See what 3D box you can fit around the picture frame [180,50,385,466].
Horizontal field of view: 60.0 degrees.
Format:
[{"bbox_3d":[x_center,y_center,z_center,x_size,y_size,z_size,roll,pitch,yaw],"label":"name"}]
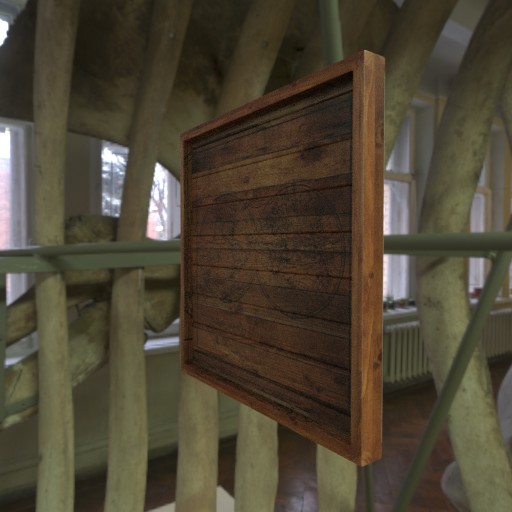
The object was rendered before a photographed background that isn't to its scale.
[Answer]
[{"bbox_3d":[0.000,0.000,0.528,0.028,0.356,0.352,-1,2,-35],"label":"picture frame"}]
